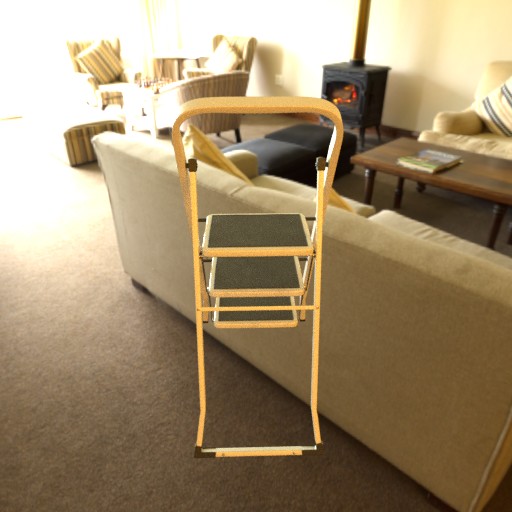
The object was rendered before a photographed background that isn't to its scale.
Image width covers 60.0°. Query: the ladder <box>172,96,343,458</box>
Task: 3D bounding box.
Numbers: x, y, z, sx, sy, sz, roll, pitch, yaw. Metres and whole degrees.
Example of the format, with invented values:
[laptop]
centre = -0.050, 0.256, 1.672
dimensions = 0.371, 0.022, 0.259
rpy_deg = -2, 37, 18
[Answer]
[ladder]
centre = 0.000, 0.000, 1.431
dimensions = 0.460, 1.050, 0.711
rpy_deg = -1, 30, -1
